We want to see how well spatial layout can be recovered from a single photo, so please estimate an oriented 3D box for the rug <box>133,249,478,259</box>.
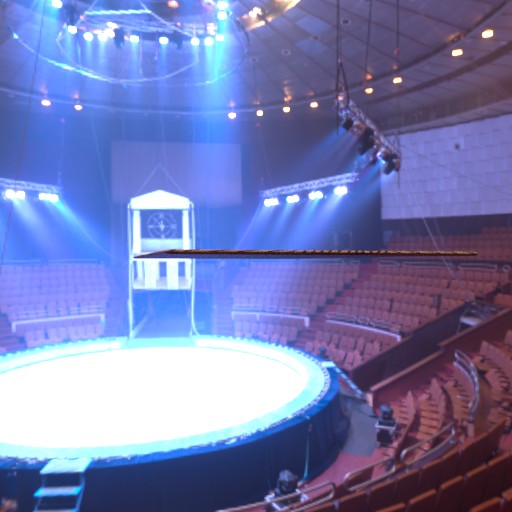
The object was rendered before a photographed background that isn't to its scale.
[{"bbox_3d":[0.000,0.000,3.096,1.539,0.023,2.406,0,-1,-18],"label":"rug"}]
